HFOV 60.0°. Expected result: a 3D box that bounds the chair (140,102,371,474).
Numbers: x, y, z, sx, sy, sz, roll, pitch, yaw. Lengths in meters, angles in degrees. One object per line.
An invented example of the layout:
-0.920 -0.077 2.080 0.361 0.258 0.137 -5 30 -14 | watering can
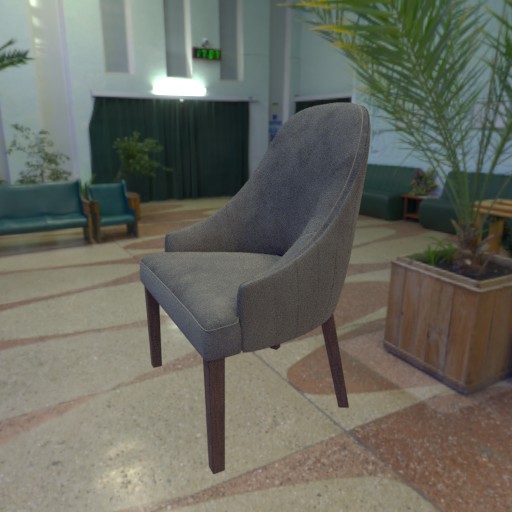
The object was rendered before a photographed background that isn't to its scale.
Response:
0.000 0.000 1.336 0.575 0.889 0.643 -8 17 -26 | chair
